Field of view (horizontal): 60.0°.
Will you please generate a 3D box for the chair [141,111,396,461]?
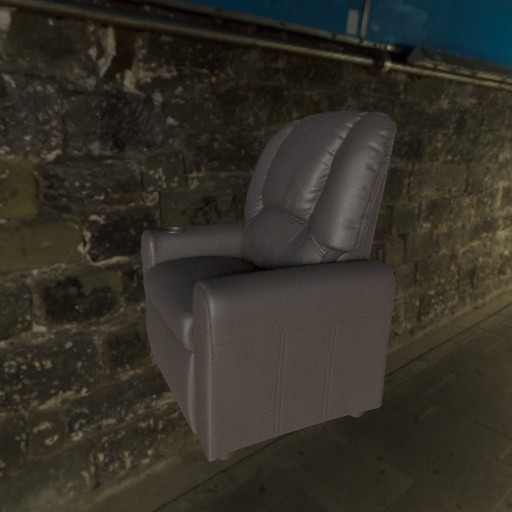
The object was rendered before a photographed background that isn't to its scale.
[{"bbox_3d":[0.000,0.000,1.133,0.521,0.709,0.610,-7,17,-24],"label":"chair"}]
